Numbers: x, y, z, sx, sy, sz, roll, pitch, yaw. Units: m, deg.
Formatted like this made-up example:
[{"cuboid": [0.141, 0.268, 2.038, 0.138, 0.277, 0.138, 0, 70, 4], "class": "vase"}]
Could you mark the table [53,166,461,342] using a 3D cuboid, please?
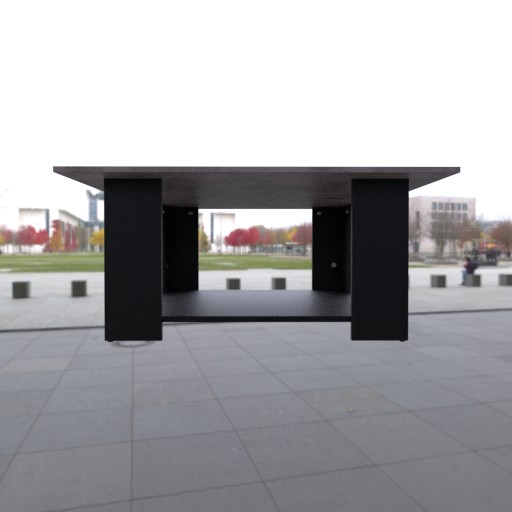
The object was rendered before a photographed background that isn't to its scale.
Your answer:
[{"cuboid": [0.000, 0.000, 1.064, 0.670, 0.305, 0.670, 0, 1, 0], "class": "table"}]
